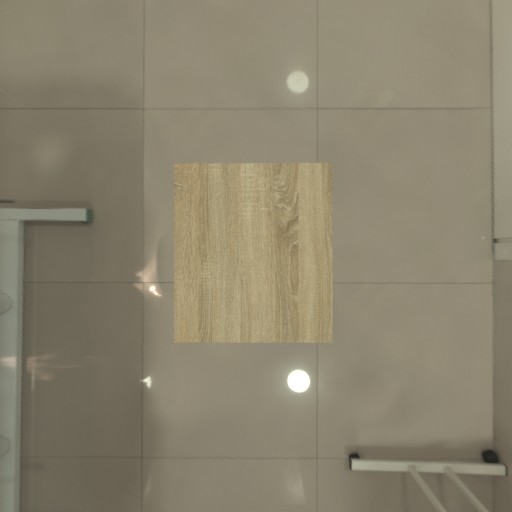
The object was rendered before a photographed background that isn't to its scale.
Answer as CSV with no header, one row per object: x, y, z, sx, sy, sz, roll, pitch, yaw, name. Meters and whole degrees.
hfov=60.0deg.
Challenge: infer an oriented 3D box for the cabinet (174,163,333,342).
0.000,0.000,2.239,0.450,1.960,0.510,0,89,0,cabinet
